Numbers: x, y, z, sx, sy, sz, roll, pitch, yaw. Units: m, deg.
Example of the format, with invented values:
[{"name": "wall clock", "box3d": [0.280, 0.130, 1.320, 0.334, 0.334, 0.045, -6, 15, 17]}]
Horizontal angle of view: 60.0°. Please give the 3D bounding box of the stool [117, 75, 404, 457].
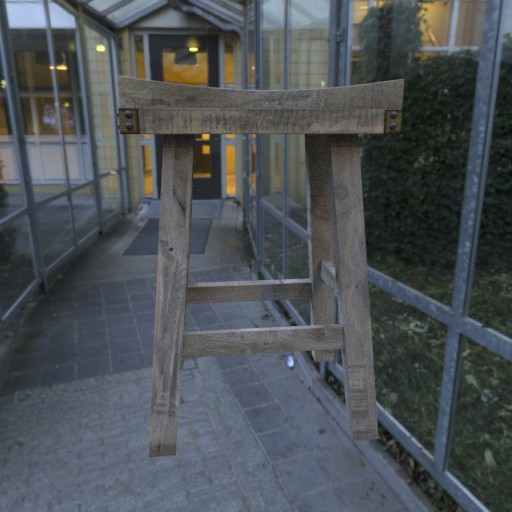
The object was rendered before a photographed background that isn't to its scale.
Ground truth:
[{"name": "stool", "box3d": [0.000, 0.000, 0.878, 0.450, 0.635, 0.330, -2, 16, -6]}]
